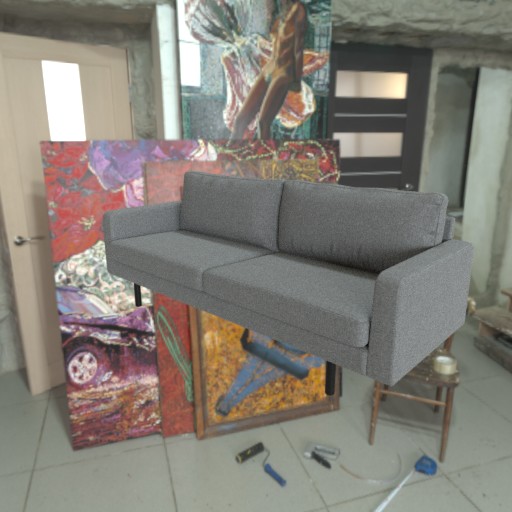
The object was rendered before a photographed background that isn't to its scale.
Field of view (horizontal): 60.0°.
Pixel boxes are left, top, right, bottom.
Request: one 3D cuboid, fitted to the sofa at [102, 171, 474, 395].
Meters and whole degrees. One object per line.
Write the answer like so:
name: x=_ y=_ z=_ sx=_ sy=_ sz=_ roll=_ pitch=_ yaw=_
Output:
sofa: x=0.000 y=0.000 z=2.686 sx=2.200 sy=0.880 sz=0.880 roll=14 pitch=21 yaw=41
